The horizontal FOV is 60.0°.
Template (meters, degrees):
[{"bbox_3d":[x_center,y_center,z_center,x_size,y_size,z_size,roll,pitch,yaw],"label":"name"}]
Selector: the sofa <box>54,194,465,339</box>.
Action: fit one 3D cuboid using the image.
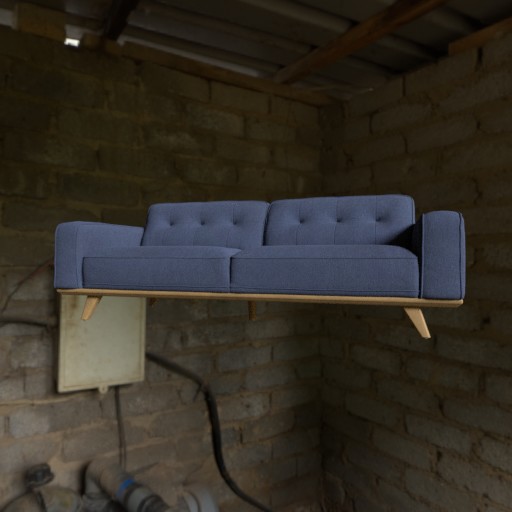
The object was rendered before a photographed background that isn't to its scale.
[{"bbox_3d":[0.000,0.000,2.759,2.270,0.782,0.953,0,0,17],"label":"sofa"}]
